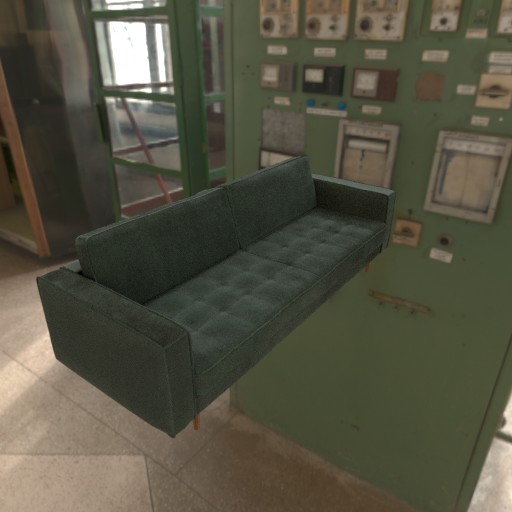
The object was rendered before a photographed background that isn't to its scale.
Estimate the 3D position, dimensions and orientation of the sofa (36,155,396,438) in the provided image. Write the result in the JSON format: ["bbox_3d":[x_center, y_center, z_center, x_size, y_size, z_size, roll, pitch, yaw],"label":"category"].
[{"bbox_3d":[0.000,0.000,2.622,0.886,0.781,2.214,18,32,32],"label":"sofa"}]
